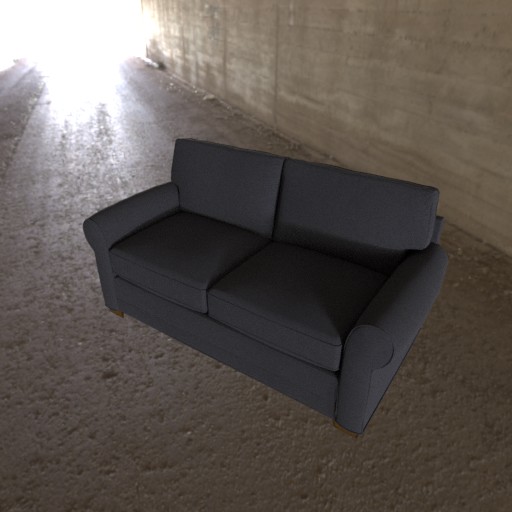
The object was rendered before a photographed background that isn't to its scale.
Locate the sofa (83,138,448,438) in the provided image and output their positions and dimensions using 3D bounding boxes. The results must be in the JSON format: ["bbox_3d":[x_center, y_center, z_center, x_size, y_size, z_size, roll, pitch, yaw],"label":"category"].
[{"bbox_3d":[0.000,0.000,2.596,2.009,1.031,0.951,19,35,29],"label":"sofa"}]
